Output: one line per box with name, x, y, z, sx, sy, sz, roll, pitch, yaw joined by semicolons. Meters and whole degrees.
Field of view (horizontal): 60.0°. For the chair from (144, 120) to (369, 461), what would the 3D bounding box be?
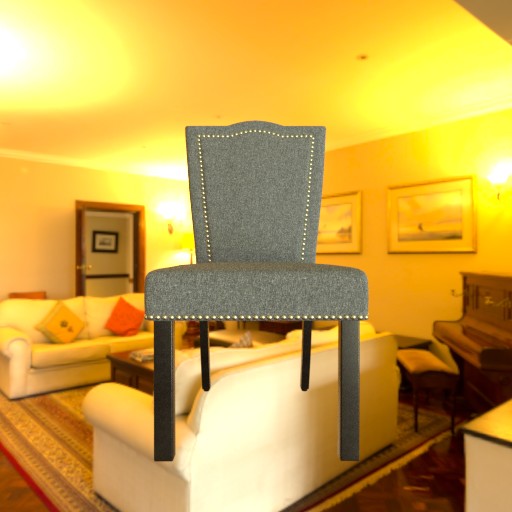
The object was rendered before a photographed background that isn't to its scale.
chair;0.000;0.000;1.289;0.518;0.946;0.589;0;0;0
